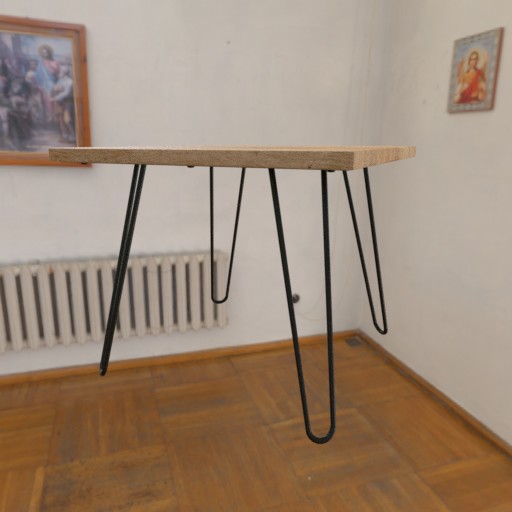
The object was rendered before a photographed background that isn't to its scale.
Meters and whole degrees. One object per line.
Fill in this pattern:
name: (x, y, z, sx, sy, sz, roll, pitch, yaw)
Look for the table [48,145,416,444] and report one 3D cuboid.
table: (0.000, 0.000, 1.046, 0.599, 0.500, 0.599, 7, 16, 26)
